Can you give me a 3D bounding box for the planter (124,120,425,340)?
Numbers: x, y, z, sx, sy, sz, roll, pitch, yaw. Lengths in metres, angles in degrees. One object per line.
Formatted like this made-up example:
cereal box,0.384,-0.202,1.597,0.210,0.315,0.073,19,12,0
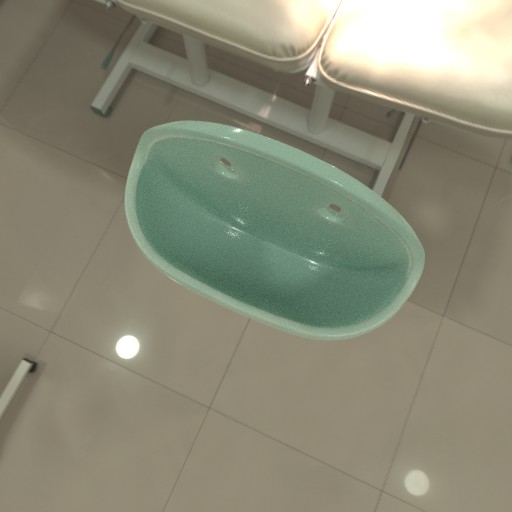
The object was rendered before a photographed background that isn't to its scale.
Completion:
planter,0.000,0.000,0.274,0.189,0.164,0.073,24,78,5
